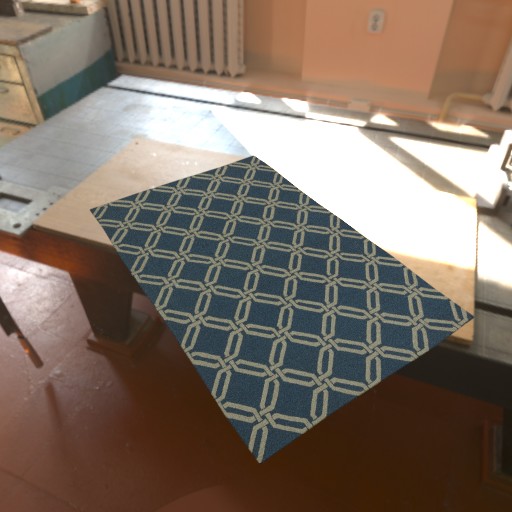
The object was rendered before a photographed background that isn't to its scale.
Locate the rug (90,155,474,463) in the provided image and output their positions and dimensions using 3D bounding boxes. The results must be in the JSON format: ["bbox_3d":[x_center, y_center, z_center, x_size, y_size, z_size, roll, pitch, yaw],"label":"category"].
[{"bbox_3d":[0.000,0.000,2.246,1.153,0.010,1.755,-24,47,-25],"label":"rug"}]
